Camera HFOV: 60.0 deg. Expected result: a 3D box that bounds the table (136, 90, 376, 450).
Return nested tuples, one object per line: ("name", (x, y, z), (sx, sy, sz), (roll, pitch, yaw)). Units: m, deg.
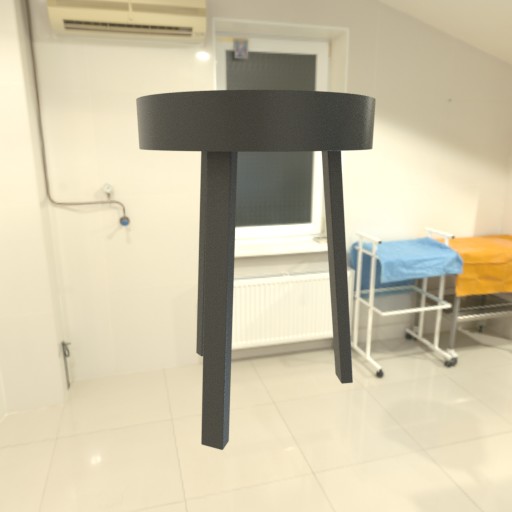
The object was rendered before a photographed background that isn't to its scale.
("table", (0.000, 0.000, 0.849), (0.406, 0.559, 0.406), (0, 15, 0))
